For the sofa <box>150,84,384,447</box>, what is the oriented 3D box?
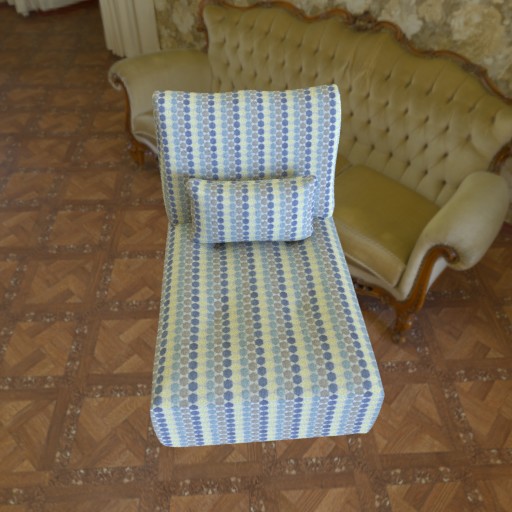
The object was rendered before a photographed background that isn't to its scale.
[{"bbox_3d":[0.000,0.000,1.561,0.700,0.820,1.000,-3,45,-3],"label":"sofa"}]
